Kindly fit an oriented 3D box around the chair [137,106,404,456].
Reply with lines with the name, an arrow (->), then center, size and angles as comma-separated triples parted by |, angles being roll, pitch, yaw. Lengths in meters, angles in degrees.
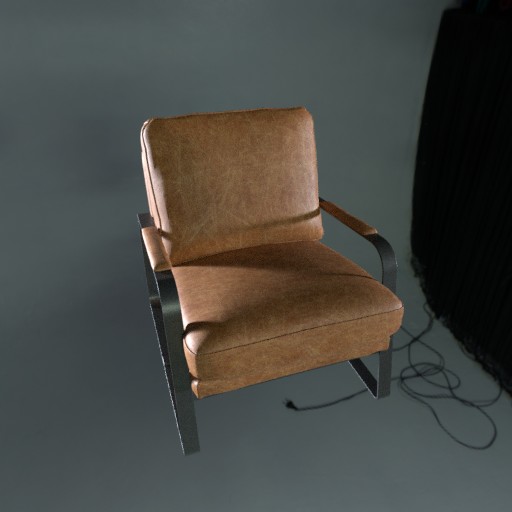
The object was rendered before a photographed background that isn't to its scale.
chair -> 0.000, 0.000, 1.381 | 0.651, 0.777, 0.801 | -10, 33, -16
